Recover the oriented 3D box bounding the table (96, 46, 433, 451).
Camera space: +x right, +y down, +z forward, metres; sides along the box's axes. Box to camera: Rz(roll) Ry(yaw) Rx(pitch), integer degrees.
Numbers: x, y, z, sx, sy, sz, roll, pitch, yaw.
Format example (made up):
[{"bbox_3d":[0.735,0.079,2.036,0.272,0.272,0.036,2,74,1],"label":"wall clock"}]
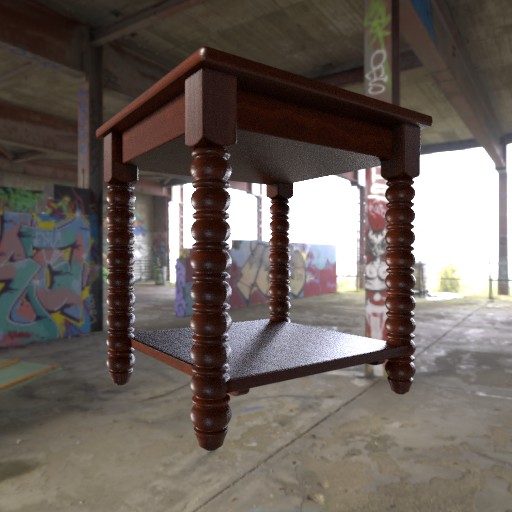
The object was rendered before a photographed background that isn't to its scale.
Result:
[{"bbox_3d":[0.000,0.000,0.949,0.533,0.567,0.500,0,0,-36],"label":"table"}]
